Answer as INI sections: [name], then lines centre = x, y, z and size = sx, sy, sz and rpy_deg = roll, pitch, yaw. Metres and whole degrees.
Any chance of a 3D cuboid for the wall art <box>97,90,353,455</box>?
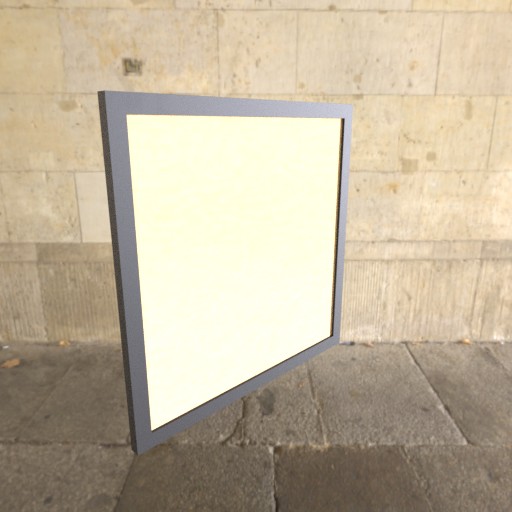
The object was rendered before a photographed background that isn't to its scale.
[wall art]
centre = 0.000, 0.000, 0.533
size = 0.356, 0.356, 0.013
rpy_deg = -15, 22, -42
